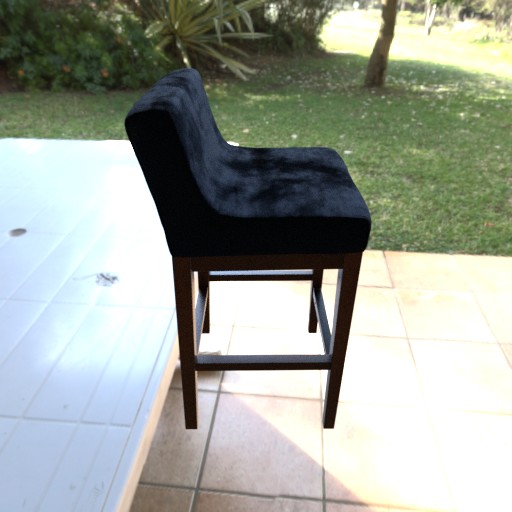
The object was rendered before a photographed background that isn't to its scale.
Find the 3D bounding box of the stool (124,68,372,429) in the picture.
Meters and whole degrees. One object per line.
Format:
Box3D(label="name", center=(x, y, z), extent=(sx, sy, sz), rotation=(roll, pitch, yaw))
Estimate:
Box3D(label="stool", center=(0.000, 0.000, 1.276), extent=(0.516, 0.945, 0.511), rotation=(0, 31, 0))
